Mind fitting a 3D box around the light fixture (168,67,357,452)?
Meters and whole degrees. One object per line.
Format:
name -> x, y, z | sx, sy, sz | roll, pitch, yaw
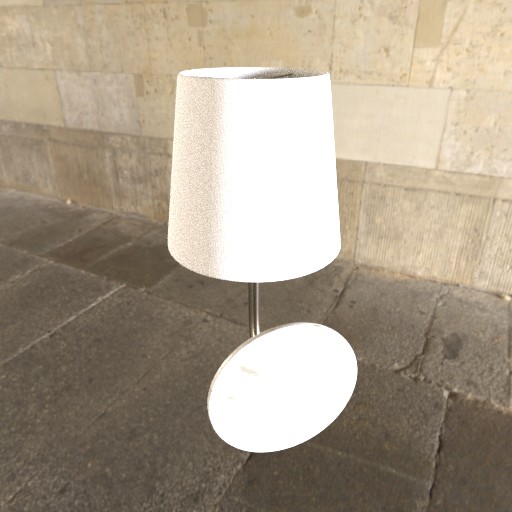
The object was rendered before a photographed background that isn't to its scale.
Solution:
light fixture -> 0.000, 0.000, 0.441 | 0.168, 0.337, 0.188 | -8, 28, -15
